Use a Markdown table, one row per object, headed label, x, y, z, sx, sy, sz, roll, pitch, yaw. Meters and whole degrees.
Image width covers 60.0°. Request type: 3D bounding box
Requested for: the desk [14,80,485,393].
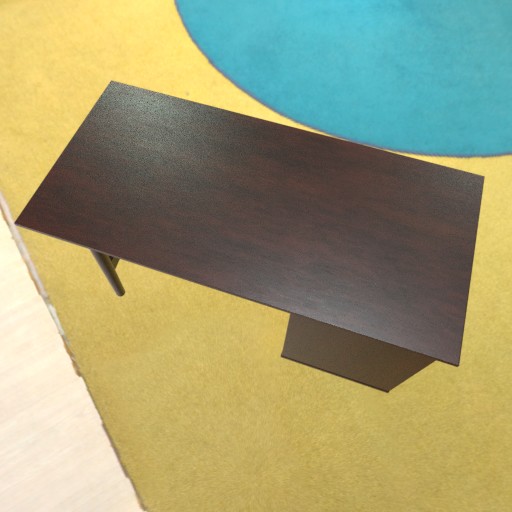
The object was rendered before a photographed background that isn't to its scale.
| label | x | y | z | sx | sy | sz | roll | pitch | yaw |
| --- | --- | --- | --- | --- | --- | --- | --- | --- | --- |
| desk | 0.000 | 0.000 | 1.662 | 1.277 | 0.758 | 0.612 | 17 | 65 | 8 |
